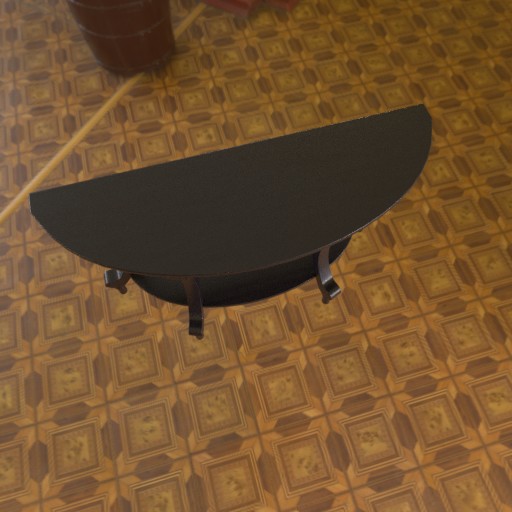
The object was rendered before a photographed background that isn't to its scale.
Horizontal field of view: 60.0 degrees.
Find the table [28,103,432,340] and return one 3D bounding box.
[{"bbox_3d":[0.000,0.000,1.525,1.198,0.692,0.394,-15,65,-7],"label":"table"}]
